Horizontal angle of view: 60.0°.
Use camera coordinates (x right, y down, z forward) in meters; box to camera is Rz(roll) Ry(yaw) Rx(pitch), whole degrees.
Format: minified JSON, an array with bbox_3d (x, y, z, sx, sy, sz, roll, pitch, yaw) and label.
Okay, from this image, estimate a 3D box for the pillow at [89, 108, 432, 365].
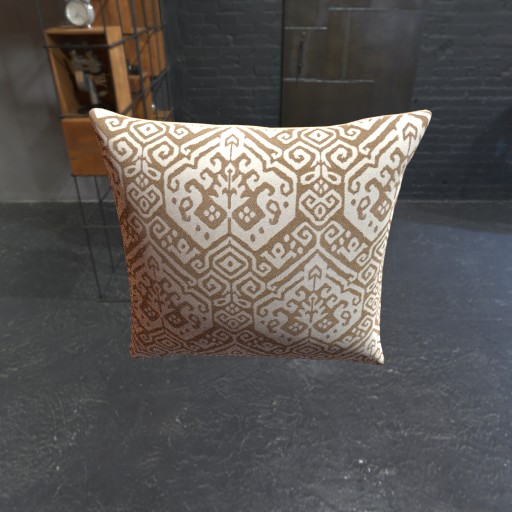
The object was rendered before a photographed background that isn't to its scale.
[{"bbox_3d":[0.000,0.000,0.632,0.419,0.407,0.173,1,31,2],"label":"pillow"}]
